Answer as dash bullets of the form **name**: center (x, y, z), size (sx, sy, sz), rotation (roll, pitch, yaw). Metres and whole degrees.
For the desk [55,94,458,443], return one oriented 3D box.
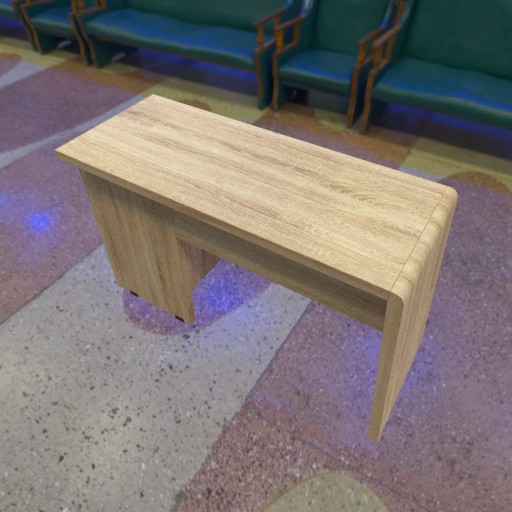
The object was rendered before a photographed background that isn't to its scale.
- **desk**: center (0.000, 0.000, 1.672), size (1.300, 0.750, 0.500), rotation (24, 50, 22)
